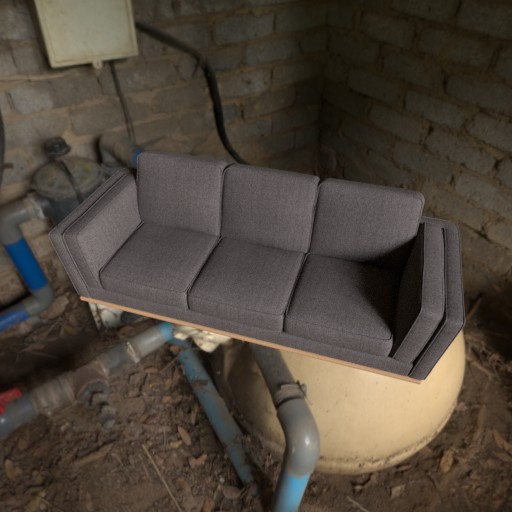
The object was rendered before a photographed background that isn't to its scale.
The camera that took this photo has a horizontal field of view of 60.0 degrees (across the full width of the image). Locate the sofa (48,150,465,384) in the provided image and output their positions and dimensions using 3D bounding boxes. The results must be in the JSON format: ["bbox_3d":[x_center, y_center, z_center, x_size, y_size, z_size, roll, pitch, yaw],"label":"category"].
[{"bbox_3d":[0.000,0.000,2.831,2.362,0.899,0.903,11,42,13],"label":"sofa"}]
